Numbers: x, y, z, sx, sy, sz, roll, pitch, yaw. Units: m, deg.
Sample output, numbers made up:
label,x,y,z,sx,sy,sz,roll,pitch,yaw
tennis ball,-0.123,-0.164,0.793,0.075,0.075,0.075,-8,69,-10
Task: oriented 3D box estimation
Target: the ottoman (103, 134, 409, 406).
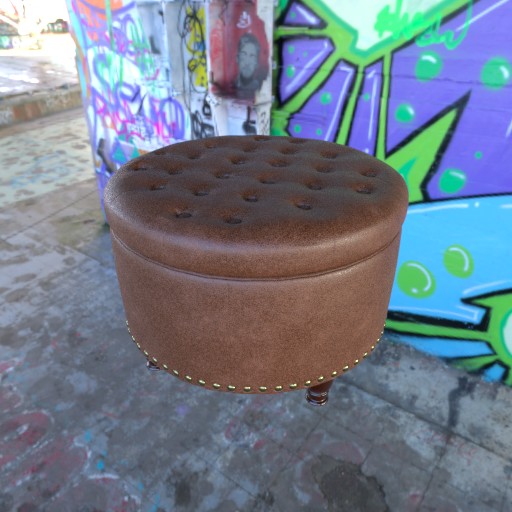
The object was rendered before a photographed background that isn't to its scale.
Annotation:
label,x,y,z,sx,sy,sz,roll,pitch,yaw
ottoman,0.000,0.000,1.051,0.637,0.442,0.637,0,30,0
